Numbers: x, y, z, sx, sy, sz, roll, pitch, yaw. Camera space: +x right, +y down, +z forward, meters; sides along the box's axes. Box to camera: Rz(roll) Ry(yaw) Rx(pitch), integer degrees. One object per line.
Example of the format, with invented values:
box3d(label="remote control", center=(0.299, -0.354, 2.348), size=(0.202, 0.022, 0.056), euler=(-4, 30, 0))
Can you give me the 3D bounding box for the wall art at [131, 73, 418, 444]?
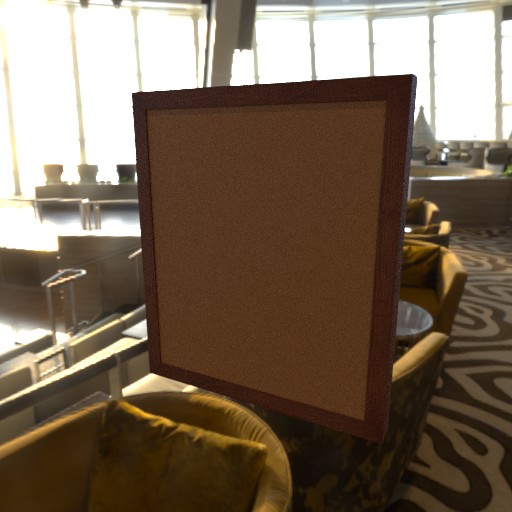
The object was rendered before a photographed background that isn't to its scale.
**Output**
box3d(label="wall art", center=(0.000, 0.000, 0.528), size=(0.330, 0.381, 0.030), euler=(8, 16, 27))
